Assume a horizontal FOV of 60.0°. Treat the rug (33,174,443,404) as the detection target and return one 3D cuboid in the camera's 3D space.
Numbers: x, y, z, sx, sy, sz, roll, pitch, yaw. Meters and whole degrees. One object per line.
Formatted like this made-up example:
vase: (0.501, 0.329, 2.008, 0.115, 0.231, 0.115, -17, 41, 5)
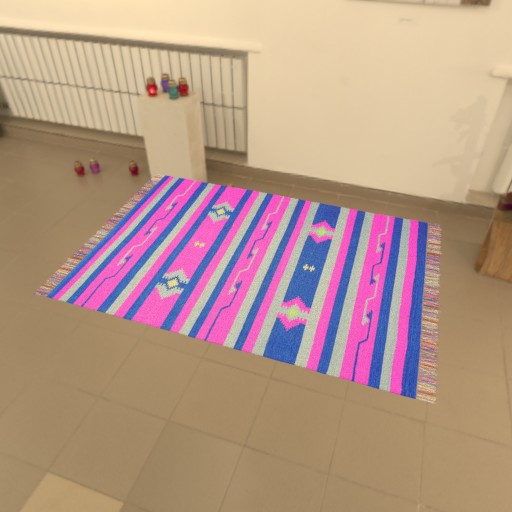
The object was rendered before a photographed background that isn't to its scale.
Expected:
rug: (0.000, 0.000, 2.943, 2.350, 0.013, 1.539, 12, 42, 14)
